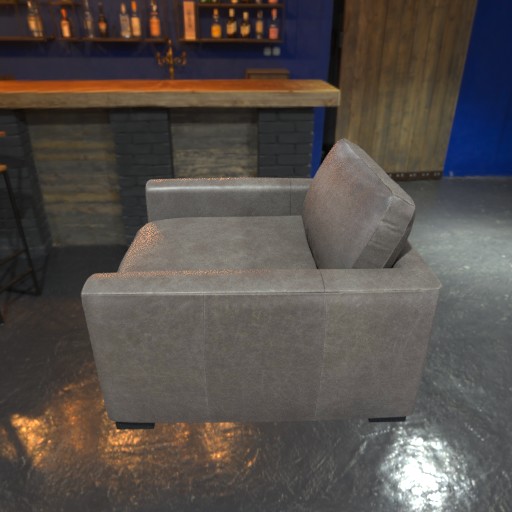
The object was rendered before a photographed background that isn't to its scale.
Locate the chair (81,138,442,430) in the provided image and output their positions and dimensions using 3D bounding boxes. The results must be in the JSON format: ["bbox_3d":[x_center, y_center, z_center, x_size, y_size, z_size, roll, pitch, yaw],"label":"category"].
[{"bbox_3d":[0.000,0.000,1.815,1.080,0.807,1.106,-1,28,-1],"label":"chair"}]
